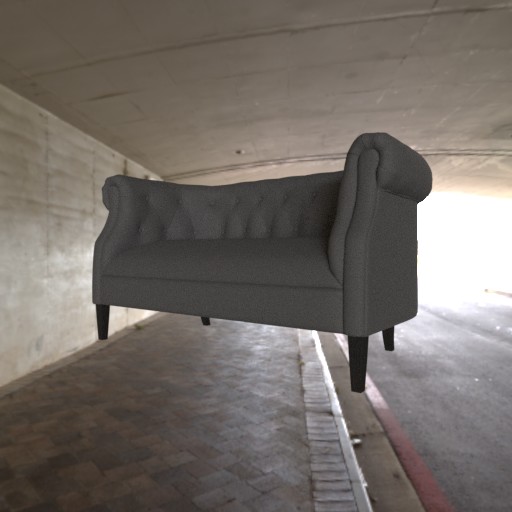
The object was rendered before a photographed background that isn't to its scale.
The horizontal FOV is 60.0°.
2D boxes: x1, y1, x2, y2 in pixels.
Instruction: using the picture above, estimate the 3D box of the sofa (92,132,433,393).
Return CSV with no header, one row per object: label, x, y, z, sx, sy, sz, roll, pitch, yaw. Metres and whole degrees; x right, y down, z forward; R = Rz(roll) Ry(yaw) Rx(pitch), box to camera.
sofa,0.000,0.000,2.072,1.558,0.827,0.835,1,1,37
